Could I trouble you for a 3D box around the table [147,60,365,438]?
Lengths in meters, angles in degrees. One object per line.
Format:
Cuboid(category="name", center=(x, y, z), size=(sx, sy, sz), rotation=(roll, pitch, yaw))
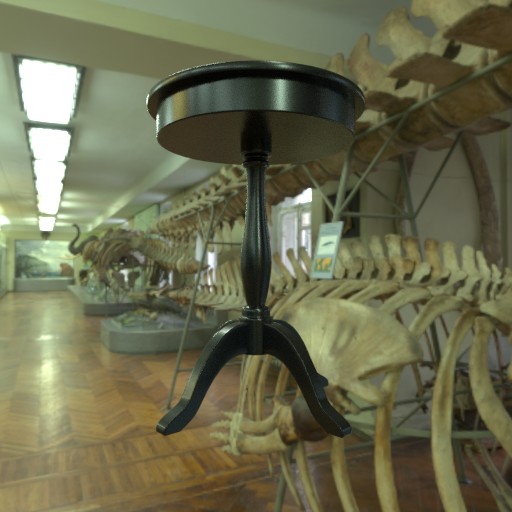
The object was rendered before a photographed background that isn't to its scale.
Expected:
Cuboid(category="table", center=(0.000, 0.000, 0.991), size=(0.481, 0.665, 0.481), rotation=(0, -1, 0))
